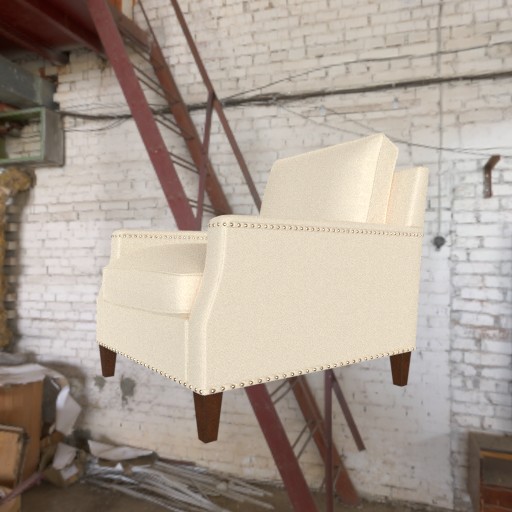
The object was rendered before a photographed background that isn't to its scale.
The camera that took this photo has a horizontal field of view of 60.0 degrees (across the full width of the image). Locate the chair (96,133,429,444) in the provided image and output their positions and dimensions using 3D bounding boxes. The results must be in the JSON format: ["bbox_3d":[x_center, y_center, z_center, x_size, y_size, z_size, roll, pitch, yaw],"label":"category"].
[{"bbox_3d":[0.000,0.000,1.703,1.014,0.943,0.853,0,0,-37],"label":"chair"}]
